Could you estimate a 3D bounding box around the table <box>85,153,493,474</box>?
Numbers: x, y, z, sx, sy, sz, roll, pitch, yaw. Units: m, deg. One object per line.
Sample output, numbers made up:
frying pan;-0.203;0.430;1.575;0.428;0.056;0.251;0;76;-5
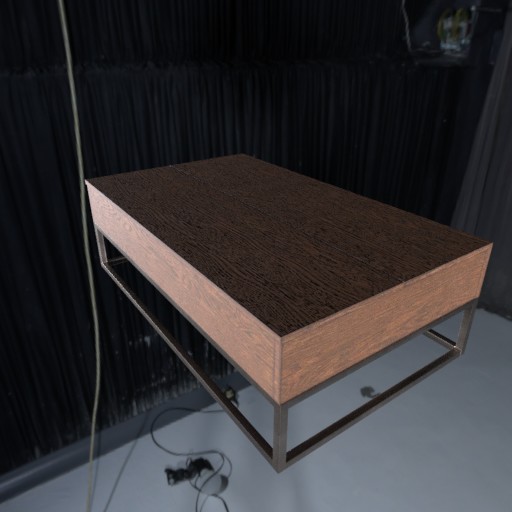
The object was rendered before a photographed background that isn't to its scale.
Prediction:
table;0.000;0.000;1.474;0.719;0.361;1.167;-18;31;-31
